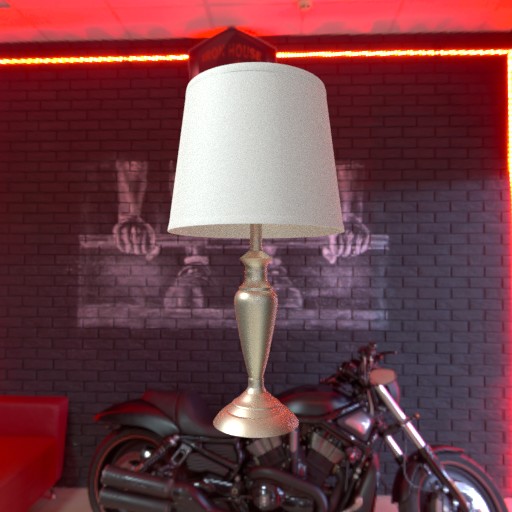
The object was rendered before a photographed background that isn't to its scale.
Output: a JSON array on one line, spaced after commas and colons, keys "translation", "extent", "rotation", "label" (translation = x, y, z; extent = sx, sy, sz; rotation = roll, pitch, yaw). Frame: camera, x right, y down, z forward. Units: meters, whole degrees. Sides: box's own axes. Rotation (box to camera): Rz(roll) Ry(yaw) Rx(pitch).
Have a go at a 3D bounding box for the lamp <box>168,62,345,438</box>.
[{"translation": [0.000, 0.000, 0.837], "extent": [0.328, 0.619, 0.328], "rotation": [0, -2, 0], "label": "lamp"}]
